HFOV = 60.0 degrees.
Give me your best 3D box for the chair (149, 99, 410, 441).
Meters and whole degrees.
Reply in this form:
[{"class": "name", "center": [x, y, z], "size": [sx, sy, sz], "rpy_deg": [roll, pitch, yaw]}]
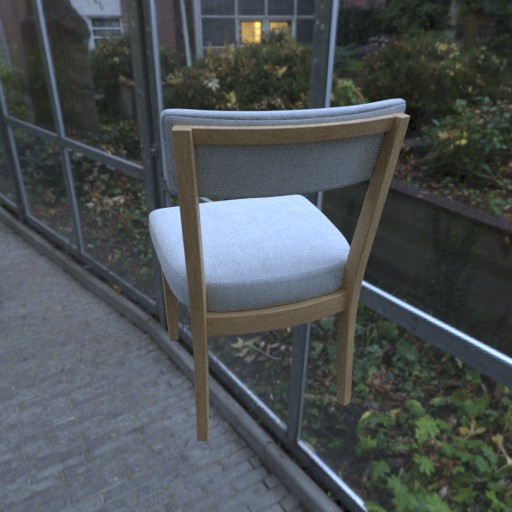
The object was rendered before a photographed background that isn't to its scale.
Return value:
[{"class": "chair", "center": [0.000, 0.000, 1.182], "size": [0.508, 0.832, 0.572], "rpy_deg": [-8, 28, -16]}]
